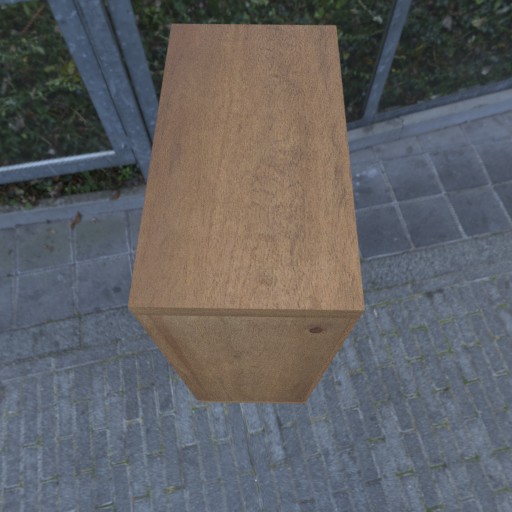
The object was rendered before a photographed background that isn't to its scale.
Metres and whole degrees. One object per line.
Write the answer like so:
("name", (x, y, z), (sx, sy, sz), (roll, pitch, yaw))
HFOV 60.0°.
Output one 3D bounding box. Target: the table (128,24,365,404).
("table", (0.000, 0.000, 1.703), (0.524, 1.294, 0.901), (1, 63, 0))
